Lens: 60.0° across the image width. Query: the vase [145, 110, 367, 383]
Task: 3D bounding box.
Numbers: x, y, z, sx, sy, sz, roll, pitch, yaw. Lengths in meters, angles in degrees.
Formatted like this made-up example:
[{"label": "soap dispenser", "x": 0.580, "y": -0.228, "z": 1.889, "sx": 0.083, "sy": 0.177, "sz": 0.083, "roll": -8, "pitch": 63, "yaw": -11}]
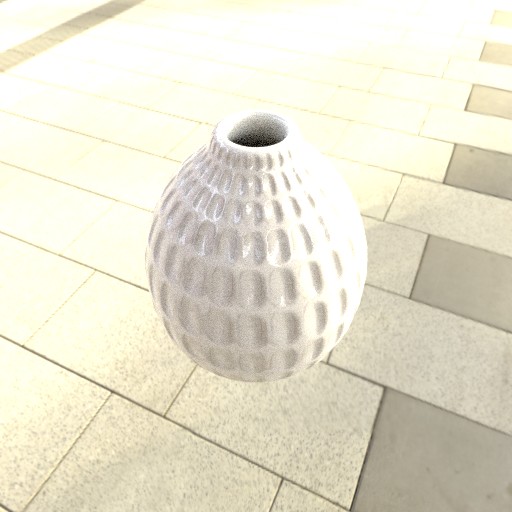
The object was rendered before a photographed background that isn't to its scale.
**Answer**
[{"label": "vase", "x": 0.000, "y": 0.000, "z": 0.261, "sx": 0.128, "sy": 0.167, "sz": 0.128, "roll": 0, "pitch": 46, "yaw": 0}]
